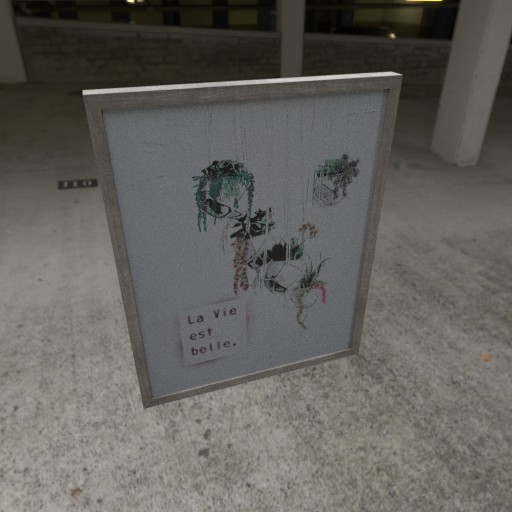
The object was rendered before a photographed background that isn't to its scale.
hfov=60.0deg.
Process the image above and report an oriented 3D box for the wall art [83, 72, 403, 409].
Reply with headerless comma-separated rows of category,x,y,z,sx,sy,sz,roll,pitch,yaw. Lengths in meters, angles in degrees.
wall art,0.000,0.000,0.703,0.421,0.521,0.032,-10,33,-16
